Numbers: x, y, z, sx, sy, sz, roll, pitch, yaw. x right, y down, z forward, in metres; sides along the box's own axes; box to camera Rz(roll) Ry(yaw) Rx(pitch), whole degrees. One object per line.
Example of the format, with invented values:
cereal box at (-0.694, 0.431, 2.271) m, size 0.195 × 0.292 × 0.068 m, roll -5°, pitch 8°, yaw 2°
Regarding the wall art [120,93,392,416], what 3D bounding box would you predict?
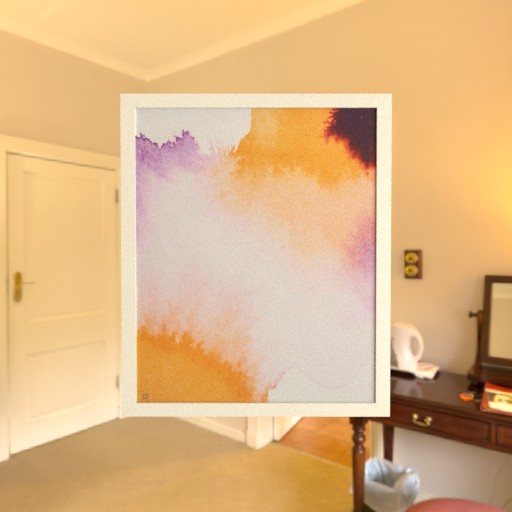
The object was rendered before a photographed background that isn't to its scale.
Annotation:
wall art at (0.000, 0.000, 0.633) m, size 0.382 × 0.456 × 0.013 m, roll 0°, pitch 1°, yaw 0°
